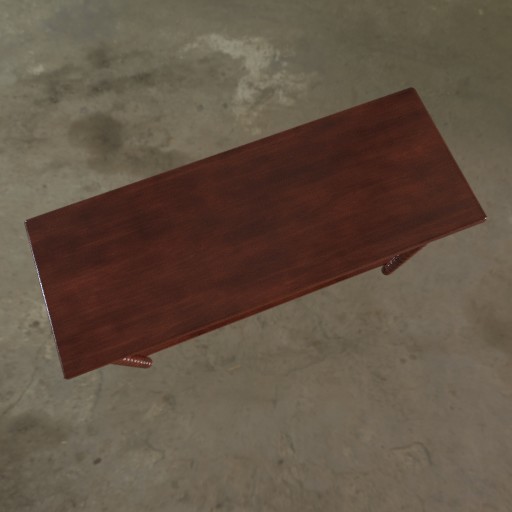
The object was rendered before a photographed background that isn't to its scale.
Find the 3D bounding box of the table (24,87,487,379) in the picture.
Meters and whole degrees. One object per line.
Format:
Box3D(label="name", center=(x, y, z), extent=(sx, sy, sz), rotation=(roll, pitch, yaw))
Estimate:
Box3D(label="table", center=(0.000, 0.000, 1.557), extent=(1.184, 0.740, 0.459), rotation=(-20, 75, -6))
